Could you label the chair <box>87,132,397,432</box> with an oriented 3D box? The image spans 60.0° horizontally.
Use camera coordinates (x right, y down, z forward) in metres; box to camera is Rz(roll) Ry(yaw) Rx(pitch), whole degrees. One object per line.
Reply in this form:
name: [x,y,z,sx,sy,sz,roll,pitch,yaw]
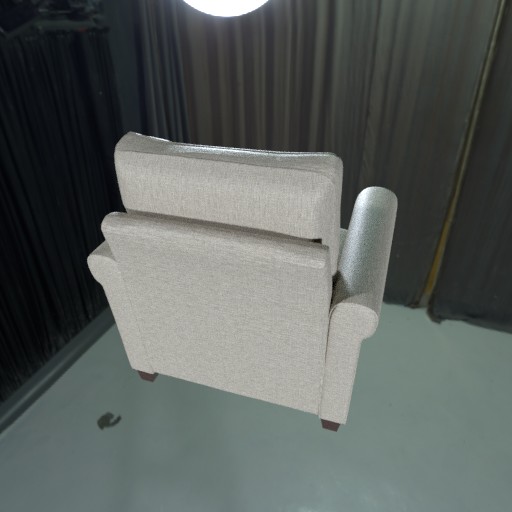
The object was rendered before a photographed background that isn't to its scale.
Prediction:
chair: [0.000,0.000,2.231,1.275,1.349,1.180,10,33,16]
